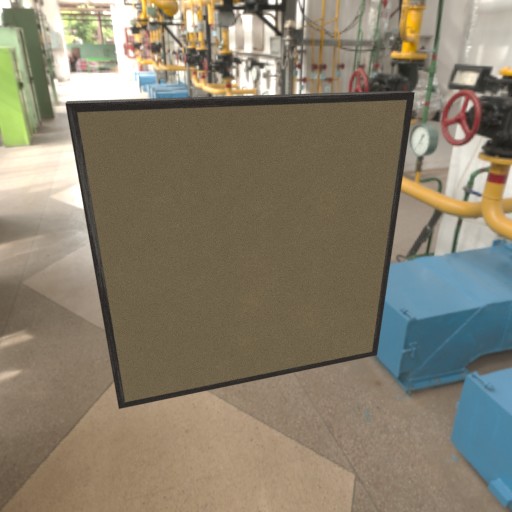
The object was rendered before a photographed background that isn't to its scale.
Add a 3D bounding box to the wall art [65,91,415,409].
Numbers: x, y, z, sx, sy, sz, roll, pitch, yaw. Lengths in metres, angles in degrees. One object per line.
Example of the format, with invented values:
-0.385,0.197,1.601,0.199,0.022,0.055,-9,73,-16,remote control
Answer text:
0.000,0.000,1.114,0.762,0.758,0.043,-7,26,-15,wall art
